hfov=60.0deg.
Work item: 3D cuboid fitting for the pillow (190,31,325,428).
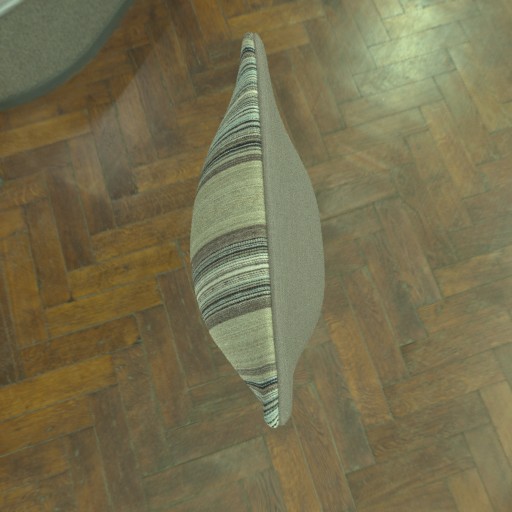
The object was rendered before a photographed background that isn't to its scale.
[{"bbox_3d":[0.000,0.000,0.653,0.189,0.416,0.435,-3,76,-1],"label":"pillow"}]
